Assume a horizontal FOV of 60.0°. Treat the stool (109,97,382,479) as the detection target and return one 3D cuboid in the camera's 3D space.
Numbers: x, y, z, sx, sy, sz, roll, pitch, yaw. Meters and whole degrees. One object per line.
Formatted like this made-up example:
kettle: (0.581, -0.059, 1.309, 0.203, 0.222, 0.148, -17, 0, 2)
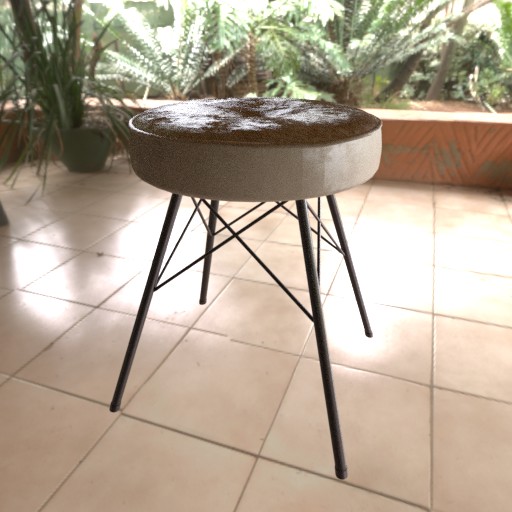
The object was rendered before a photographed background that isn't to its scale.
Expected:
stool: (0.000, 0.000, 0.840, 0.457, 0.538, 0.423, 9, 28, 17)
